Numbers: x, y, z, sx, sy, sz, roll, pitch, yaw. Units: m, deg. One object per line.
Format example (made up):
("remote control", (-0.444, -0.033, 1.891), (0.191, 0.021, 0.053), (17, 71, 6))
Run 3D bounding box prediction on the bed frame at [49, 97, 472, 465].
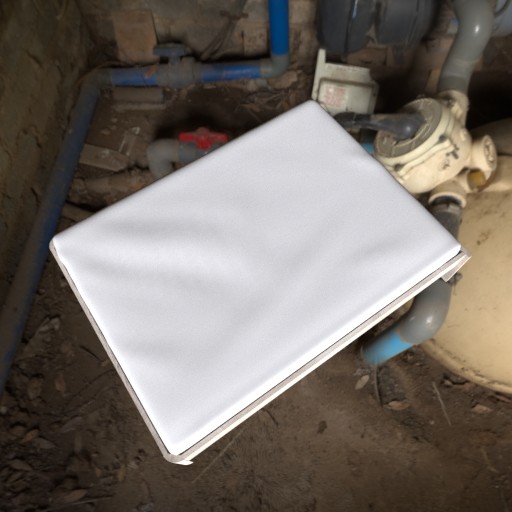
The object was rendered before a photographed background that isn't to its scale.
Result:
("bed frame", (0.000, 0.000, 2.643), (1.950, 0.462, 1.490), (-32, 68, -15))
